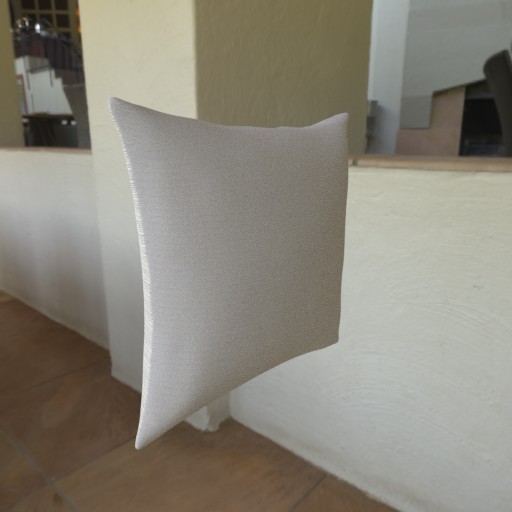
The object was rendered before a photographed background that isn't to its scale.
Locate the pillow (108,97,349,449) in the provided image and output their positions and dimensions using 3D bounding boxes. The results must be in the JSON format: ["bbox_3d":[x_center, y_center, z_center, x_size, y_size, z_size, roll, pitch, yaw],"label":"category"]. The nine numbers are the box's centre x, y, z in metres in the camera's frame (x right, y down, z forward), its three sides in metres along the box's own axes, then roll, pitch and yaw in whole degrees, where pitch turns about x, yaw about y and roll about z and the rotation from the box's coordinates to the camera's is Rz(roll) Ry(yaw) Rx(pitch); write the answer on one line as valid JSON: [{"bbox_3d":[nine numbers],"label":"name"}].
[{"bbox_3d":[0.000,0.000,0.772,0.512,0.497,0.204,-14,20,-43],"label":"pillow"}]
